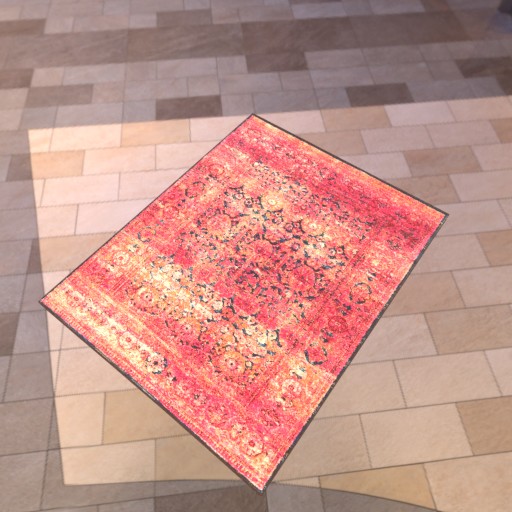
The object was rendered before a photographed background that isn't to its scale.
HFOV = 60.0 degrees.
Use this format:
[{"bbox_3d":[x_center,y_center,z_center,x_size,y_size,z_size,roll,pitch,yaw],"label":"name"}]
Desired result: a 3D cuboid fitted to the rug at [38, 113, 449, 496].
[{"bbox_3d":[0.000,0.000,4.046,2.411,0.020,3.032,33,63,19],"label":"rug"}]
